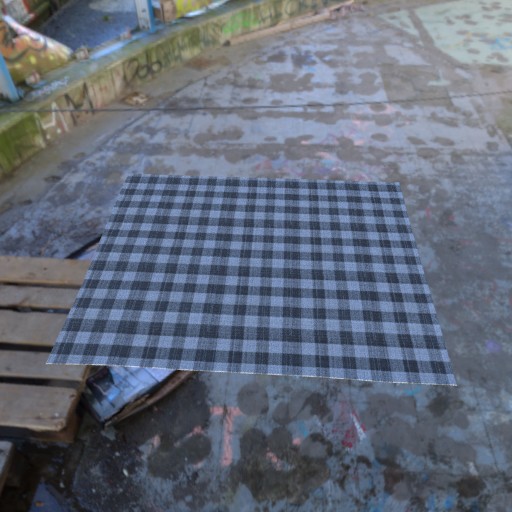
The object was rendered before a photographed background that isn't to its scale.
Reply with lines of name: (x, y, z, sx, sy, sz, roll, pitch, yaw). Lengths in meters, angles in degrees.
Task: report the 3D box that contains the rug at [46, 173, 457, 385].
rug: (0.000, 0.000, 4.083, 3.021, 0.013, 2.432, 2, 46, 2)
